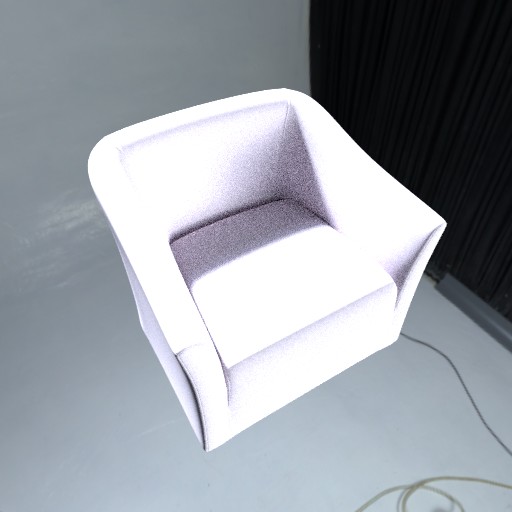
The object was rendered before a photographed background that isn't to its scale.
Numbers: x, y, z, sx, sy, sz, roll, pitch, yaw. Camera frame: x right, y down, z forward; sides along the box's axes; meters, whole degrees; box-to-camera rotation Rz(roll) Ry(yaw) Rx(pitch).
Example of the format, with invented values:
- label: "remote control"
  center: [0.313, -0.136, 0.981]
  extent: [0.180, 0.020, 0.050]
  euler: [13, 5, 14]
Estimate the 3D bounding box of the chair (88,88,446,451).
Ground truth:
- label: "chair"
  center: [0.000, 0.000, 1.388]
  extent: [0.790, 0.720, 0.700]
  euler: [-23, 49, -22]
